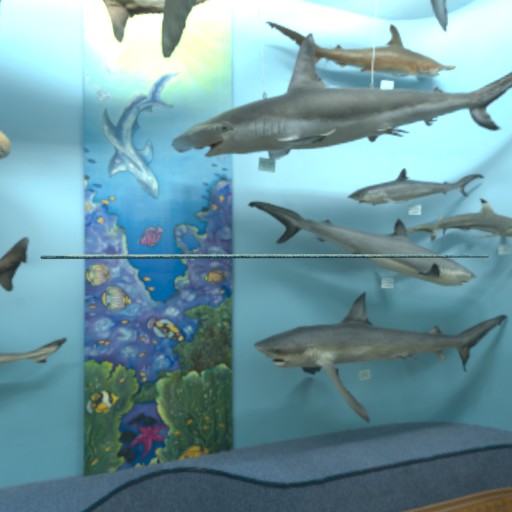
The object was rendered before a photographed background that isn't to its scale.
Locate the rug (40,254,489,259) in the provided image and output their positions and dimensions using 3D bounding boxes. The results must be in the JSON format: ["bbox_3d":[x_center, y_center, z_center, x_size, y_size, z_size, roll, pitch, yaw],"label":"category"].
[{"bbox_3d":[0.000,0.000,2.991,2.438,0.015,1.524,0,0,-18],"label":"rug"}]
